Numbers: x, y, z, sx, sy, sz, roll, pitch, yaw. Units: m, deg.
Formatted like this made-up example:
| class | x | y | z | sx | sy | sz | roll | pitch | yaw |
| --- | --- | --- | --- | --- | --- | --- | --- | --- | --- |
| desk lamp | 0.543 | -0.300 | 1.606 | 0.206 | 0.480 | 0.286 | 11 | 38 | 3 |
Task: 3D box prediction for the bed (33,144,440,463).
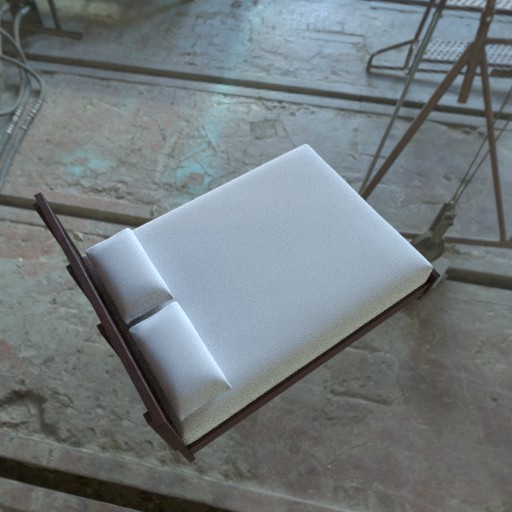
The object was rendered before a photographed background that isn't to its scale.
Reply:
| class | x | y | z | sx | sy | sz | roll | pitch | yaw |
| --- | --- | --- | --- | --- | --- | --- | --- | --- | --- |
| bed | 0.000 | 0.000 | 3.976 | 2.803 | 1.492 | 2.040 | -30 | 63 | -17 |
